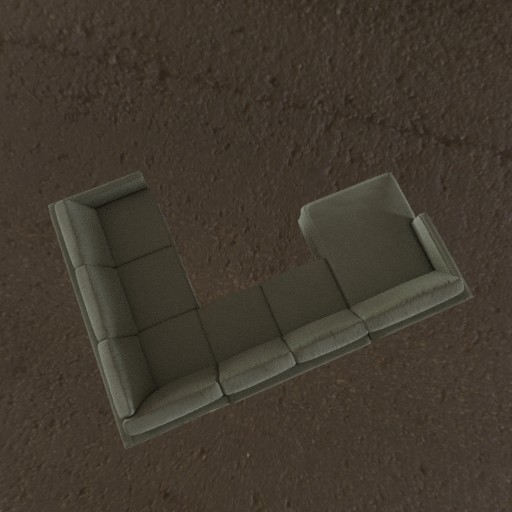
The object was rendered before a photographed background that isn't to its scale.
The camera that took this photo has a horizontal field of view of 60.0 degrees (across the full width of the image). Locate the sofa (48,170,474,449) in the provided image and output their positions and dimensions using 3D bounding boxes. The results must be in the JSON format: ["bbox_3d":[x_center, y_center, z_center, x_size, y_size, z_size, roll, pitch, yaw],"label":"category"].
[{"bbox_3d":[0.000,0.000,4.470,3.434,0.869,2.440,-22,76,-6],"label":"sofa"}]
